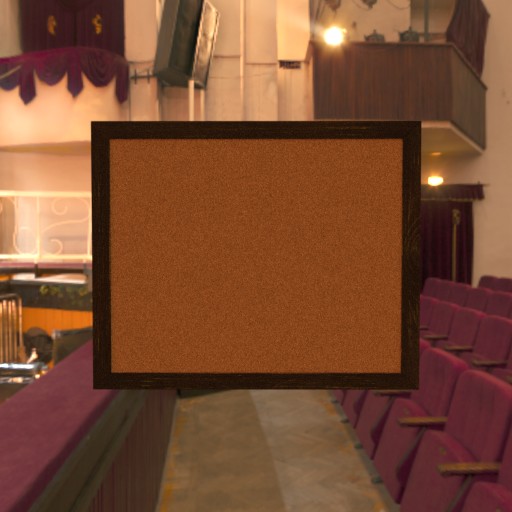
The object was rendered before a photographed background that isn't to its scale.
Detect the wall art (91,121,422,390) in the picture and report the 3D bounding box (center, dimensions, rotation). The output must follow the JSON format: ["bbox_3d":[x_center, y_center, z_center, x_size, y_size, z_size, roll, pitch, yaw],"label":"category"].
[{"bbox_3d":[0.000,0.000,0.769,0.558,0.457,0.032,0,1,0],"label":"wall art"}]
